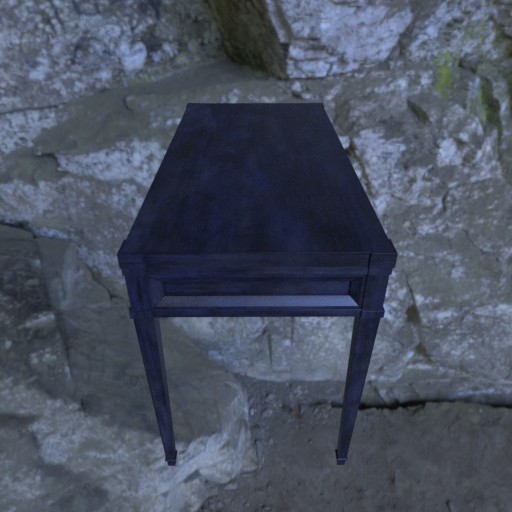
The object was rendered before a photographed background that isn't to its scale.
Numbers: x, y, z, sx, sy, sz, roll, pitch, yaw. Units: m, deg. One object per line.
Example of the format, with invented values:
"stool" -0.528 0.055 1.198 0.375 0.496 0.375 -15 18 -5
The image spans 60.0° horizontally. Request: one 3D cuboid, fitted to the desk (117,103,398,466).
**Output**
"desk" 0.000 0.000 1.765 0.630 0.861 1.289 0 33 0
